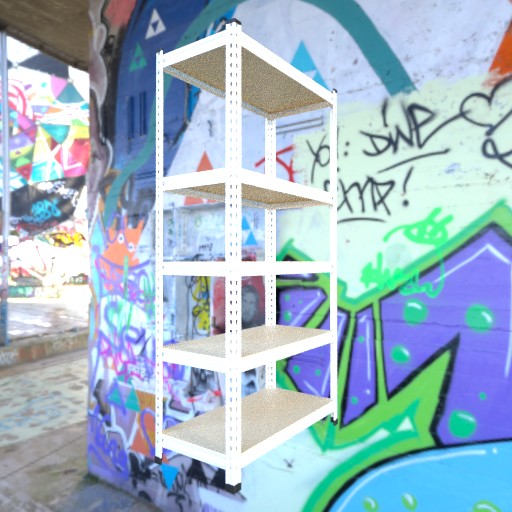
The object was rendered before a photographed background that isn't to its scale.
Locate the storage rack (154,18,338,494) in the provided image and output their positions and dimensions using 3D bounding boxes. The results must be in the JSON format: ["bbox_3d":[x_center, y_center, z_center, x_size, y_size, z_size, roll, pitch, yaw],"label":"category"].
[{"bbox_3d":[0.000,0.000,2.202,0.457,1.829,0.914,0,-1,36],"label":"storage rack"}]
